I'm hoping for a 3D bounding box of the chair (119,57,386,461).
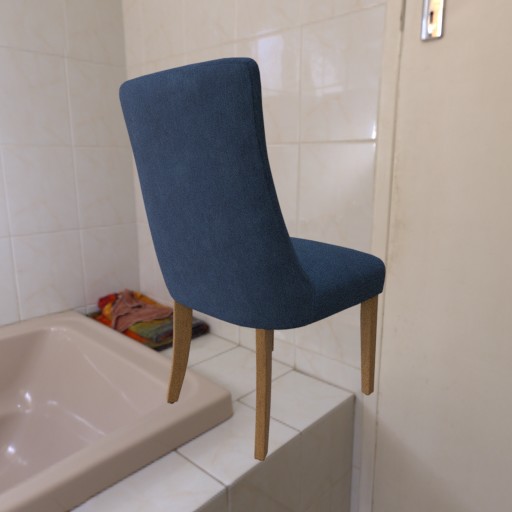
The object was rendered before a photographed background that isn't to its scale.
[{"bbox_3d":[0.000,0.000,1.233,0.609,0.902,0.495,-12,17,-44],"label":"chair"}]
